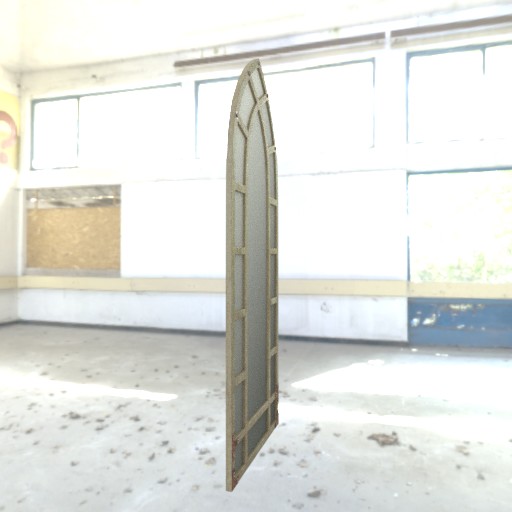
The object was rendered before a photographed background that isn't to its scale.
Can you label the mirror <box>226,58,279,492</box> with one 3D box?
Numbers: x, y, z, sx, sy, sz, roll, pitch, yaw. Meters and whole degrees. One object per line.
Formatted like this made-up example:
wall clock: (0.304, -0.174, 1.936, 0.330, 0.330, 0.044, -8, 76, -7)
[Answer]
mirror: (0.000, 0.000, 1.326, 0.025, 1.175, 0.464, 0, 0, 17)
